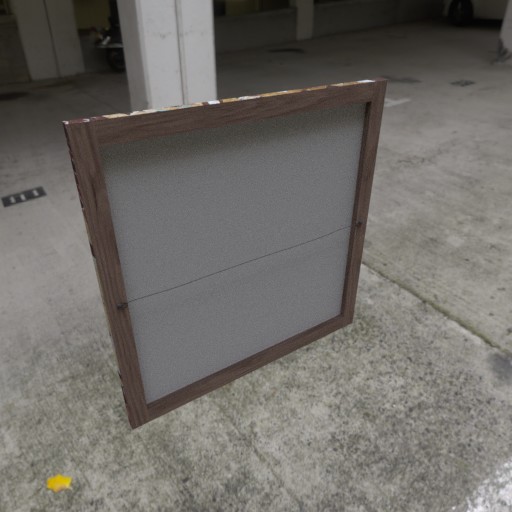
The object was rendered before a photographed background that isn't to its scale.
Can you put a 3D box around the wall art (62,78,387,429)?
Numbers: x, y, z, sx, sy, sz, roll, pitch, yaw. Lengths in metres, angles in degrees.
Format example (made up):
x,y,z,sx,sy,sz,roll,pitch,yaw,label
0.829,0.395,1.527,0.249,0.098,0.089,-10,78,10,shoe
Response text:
x,y,z,sx,sy,sz,roll,pitch,yaw,label
0.000,0.000,1.104,0.757,0.762,0.028,-19,36,-28,wall art
